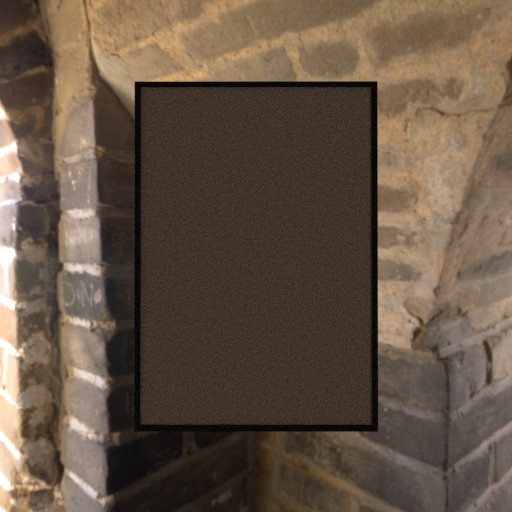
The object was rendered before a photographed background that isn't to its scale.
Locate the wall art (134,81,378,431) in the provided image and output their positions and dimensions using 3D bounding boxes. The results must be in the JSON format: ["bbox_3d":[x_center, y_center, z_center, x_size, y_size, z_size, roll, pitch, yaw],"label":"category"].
[{"bbox_3d":[0.000,0.000,0.842,0.460,0.660,0.013,0,0,0],"label":"wall art"}]
